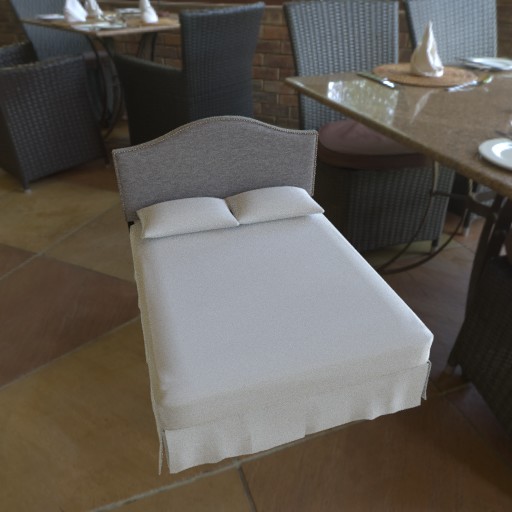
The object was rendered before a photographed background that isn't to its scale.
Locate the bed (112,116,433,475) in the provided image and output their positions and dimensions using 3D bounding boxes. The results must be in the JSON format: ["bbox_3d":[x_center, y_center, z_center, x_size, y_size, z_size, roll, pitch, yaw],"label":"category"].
[{"bbox_3d":[0.000,0.000,2.864,1.610,1.295,1.870,-10,35,-14],"label":"bed"}]
